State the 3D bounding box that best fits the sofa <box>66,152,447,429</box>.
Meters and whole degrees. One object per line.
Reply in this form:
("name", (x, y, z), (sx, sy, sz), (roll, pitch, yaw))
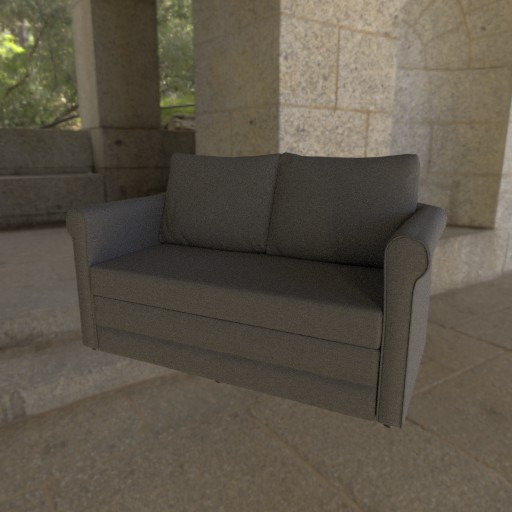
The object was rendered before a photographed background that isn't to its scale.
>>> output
("sofa", (0.000, 0.000, 1.922), (1.460, 0.872, 0.741), (7, 15, 25))
